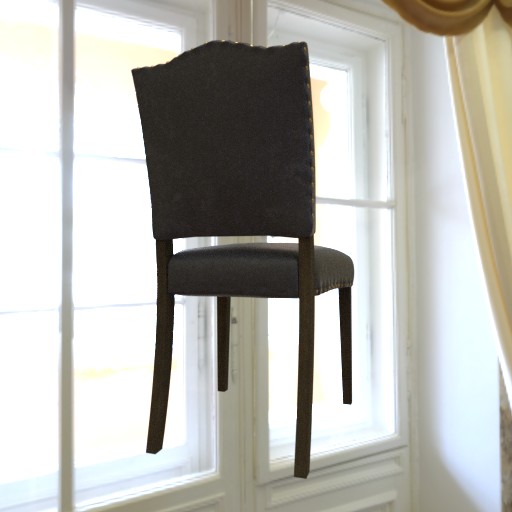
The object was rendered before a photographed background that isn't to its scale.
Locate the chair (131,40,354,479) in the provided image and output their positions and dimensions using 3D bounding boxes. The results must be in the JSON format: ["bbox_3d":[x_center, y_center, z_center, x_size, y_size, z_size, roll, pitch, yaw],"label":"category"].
[{"bbox_3d":[0.000,0.000,1.294,0.500,0.991,0.633,0,0,19],"label":"chair"}]
